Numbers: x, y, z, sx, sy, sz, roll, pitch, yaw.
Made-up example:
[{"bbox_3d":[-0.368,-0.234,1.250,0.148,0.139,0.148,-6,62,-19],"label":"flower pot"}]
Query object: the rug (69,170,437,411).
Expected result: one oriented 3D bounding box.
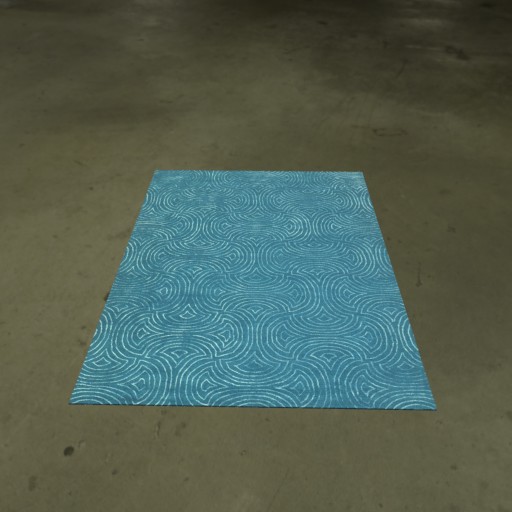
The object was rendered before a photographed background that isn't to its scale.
[{"bbox_3d":[0.000,0.000,4.062,2.432,0.012,3.033,1,41,1],"label":"rug"}]
